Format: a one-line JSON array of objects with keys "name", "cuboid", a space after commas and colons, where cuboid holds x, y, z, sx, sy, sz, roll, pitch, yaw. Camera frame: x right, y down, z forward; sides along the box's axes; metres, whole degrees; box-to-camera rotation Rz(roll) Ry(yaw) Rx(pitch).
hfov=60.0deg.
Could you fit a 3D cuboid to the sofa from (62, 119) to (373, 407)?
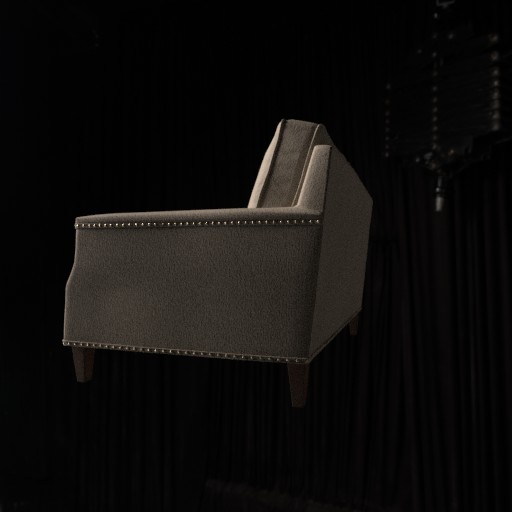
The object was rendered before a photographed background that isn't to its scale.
[{"name": "sofa", "cuboid": [0.000, 0.000, 2.306, 1.084, 1.003, 1.597, 0, 0, 20]}]
